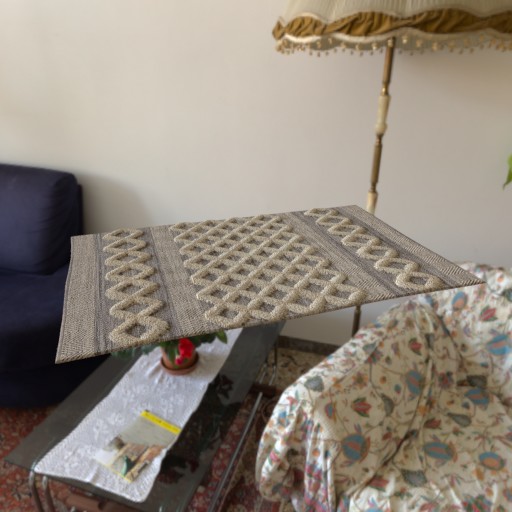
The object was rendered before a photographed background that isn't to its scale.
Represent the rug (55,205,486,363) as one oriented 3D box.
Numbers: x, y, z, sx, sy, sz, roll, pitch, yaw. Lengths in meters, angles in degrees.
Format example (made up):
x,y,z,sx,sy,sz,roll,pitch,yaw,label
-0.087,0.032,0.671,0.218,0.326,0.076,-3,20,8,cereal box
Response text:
x,y,z,sx,sy,sz,roll,pitch,yaw,label
0.000,0.000,2.901,2.333,0.033,1.513,-8,26,-17,rug
